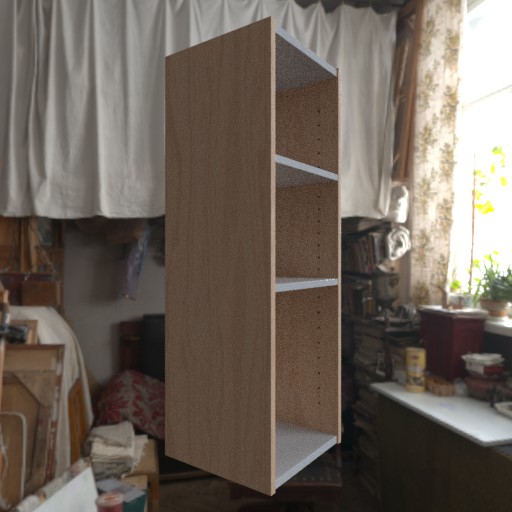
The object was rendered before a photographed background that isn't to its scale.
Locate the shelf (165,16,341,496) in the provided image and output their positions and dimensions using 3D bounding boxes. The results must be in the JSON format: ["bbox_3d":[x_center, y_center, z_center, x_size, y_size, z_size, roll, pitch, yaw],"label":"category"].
[{"bbox_3d":[0.000,0.000,1.037,0.290,0.900,0.300,0,0,36],"label":"shelf"}]
